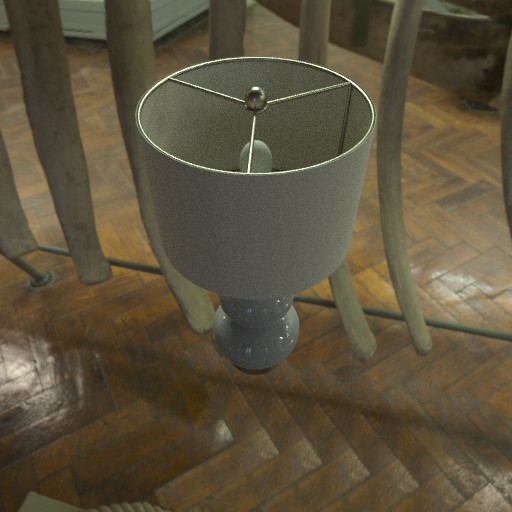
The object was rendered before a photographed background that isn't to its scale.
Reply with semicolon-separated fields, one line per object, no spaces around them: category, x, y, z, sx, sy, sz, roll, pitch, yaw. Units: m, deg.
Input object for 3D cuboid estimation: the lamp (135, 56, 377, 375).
lamp;0.000;0.000;0.928;0.367;0.730;0.367;11;47;10
